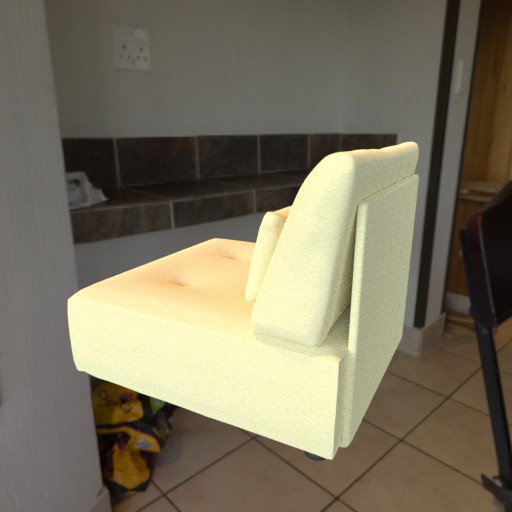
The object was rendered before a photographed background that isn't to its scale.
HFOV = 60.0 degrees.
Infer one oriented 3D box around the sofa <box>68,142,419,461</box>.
[{"bbox_3d":[0.000,0.000,1.662,1.000,0.820,0.930,8,18,27],"label":"sofa"}]
